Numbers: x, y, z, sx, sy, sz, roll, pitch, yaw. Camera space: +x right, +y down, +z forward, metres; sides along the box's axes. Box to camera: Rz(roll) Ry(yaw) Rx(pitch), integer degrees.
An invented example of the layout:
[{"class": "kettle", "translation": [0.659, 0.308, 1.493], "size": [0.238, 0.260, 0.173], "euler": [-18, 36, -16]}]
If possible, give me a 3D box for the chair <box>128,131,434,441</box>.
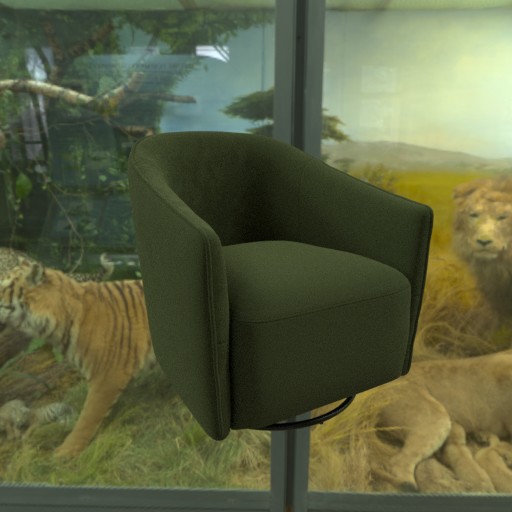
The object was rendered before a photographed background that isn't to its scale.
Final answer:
[{"class": "chair", "translation": [0.000, 0.000, 1.453], "size": [0.747, 0.799, 0.875], "euler": [-8, 17, -28]}]
